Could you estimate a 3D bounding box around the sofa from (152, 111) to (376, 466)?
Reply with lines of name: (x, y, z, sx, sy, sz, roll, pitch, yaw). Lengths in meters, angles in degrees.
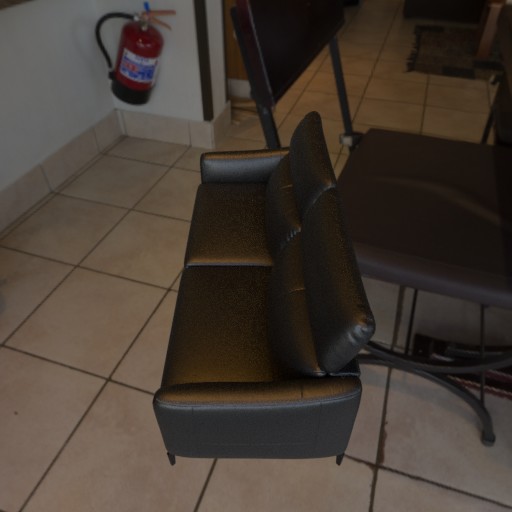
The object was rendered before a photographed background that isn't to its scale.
sofa: (0.000, 0.000, 2.512, 0.856, 0.957, 2.069, 0, 41, 0)
